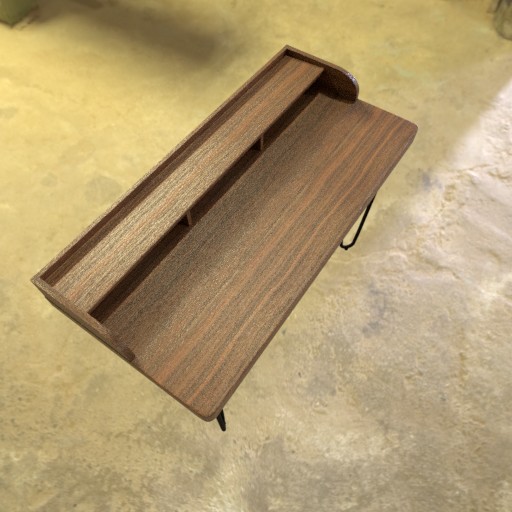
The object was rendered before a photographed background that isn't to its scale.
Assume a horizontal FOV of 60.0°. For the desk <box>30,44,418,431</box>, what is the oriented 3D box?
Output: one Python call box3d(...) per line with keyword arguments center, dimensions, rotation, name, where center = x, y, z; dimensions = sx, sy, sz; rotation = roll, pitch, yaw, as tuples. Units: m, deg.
box3d(center=(0.000, 0.000, 1.657), dimensions=(0.565, 0.854, 1.200), rotation=(31, 64, 17), name="desk")
